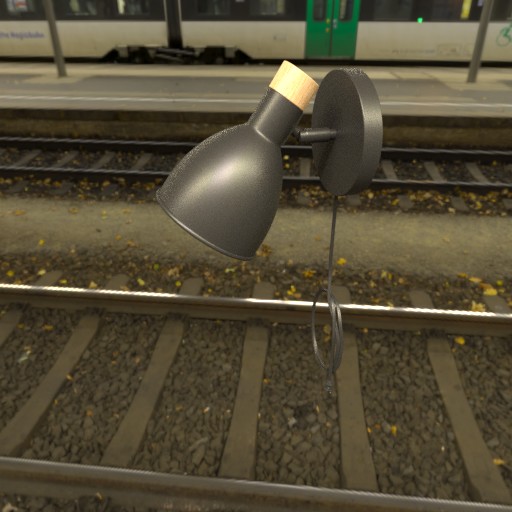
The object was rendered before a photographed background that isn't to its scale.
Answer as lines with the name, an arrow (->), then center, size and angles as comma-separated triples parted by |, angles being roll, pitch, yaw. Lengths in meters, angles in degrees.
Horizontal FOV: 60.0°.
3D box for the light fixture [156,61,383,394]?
light fixture -> 0.000, 0.000, 0.497 | 0.203, 0.401, 0.127 | -8, 30, -13
